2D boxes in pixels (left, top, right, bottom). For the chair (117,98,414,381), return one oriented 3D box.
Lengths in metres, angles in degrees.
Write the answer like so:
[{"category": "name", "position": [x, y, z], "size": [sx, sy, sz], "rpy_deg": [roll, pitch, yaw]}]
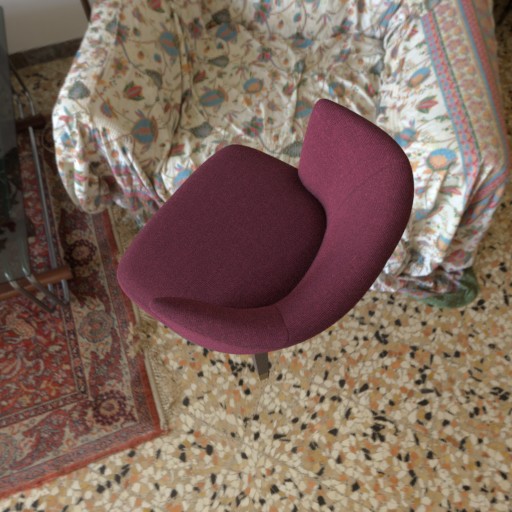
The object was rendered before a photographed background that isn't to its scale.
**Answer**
[{"category": "chair", "position": [0.000, 0.000, 1.323], "size": [0.660, 0.760, 0.700], "rpy_deg": [32, 68, 14]}]
